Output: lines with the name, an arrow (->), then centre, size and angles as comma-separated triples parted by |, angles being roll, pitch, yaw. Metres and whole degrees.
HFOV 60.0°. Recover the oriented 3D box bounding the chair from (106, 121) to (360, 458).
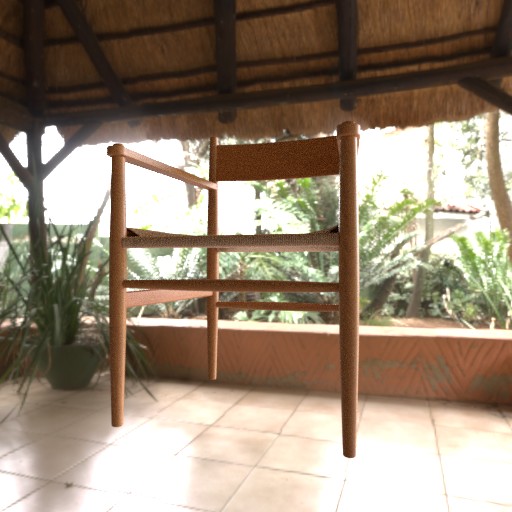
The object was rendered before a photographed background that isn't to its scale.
chair -> 0.000, 0.000, 1.129 | 0.556, 0.762, 0.495 | 0, -1, 18
